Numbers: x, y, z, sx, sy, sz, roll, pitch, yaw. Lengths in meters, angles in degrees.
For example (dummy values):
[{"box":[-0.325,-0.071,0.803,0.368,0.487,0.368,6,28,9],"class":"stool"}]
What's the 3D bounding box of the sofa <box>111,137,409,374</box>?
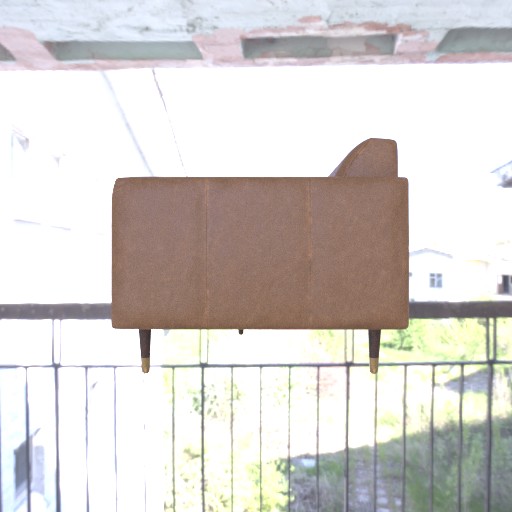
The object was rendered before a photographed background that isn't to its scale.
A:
[{"box":[0.000,0.000,2.312,0.993,0.821,1.847,0,0,0],"class":"sofa"}]
